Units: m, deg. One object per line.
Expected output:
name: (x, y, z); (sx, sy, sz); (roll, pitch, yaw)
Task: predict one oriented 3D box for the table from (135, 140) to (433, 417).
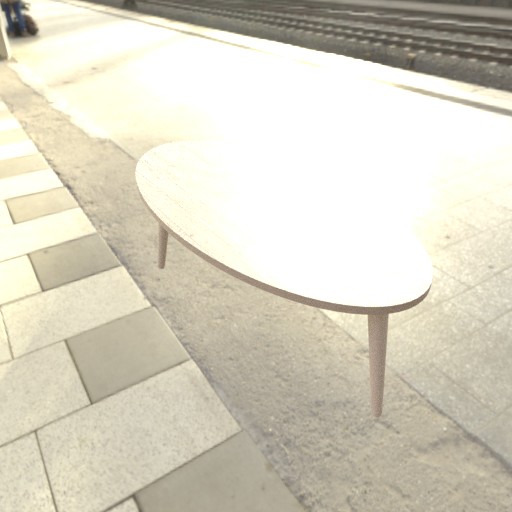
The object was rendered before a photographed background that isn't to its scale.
table: (0.000, 0.000, 1.335); (0.542, 0.390, 1.083); (-22, 39, -29)
